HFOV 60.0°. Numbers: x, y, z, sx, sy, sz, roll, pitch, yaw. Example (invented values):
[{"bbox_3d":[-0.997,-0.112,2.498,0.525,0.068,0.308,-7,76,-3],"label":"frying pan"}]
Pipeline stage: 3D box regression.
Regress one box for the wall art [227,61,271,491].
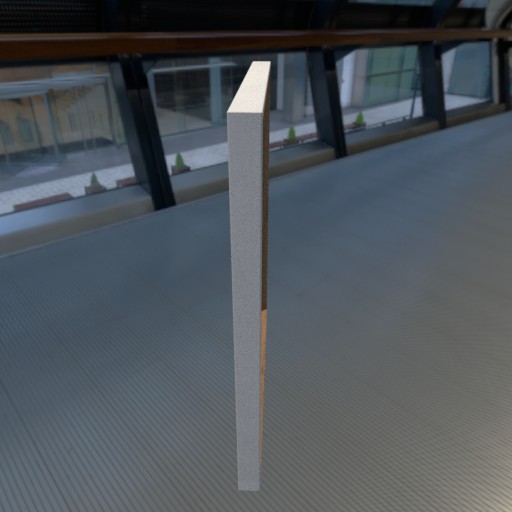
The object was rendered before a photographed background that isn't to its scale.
[{"bbox_3d":[0.000,0.000,0.808,0.037,0.606,0.508,1,29,2],"label":"wall art"}]
